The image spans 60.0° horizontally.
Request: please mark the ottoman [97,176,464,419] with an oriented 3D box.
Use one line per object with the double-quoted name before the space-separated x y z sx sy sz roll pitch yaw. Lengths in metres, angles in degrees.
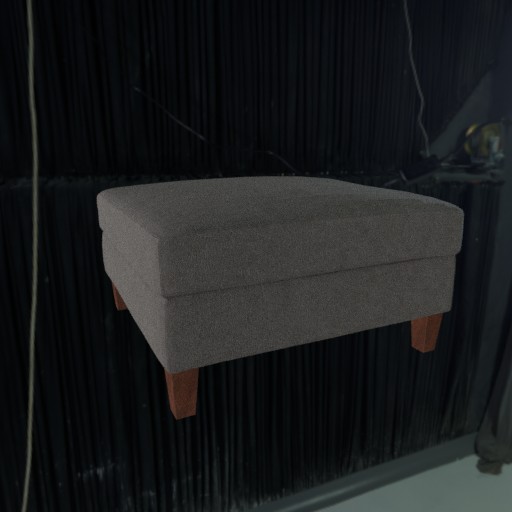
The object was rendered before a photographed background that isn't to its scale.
"ottoman" 0.000 0.000 1.433 0.861 0.482 0.881 -7 15 -25
